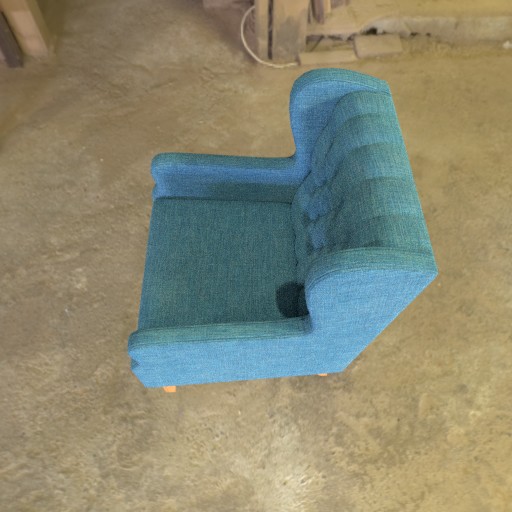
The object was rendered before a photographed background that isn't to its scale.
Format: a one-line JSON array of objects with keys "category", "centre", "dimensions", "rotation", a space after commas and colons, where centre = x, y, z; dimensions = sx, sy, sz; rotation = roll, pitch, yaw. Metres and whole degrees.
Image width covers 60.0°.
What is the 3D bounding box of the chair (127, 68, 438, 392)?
[{"category": "chair", "centre": [0.000, 0.000, 1.463], "dimensions": [0.775, 0.952, 0.711], "rotation": [-1, 59, -1]}]
